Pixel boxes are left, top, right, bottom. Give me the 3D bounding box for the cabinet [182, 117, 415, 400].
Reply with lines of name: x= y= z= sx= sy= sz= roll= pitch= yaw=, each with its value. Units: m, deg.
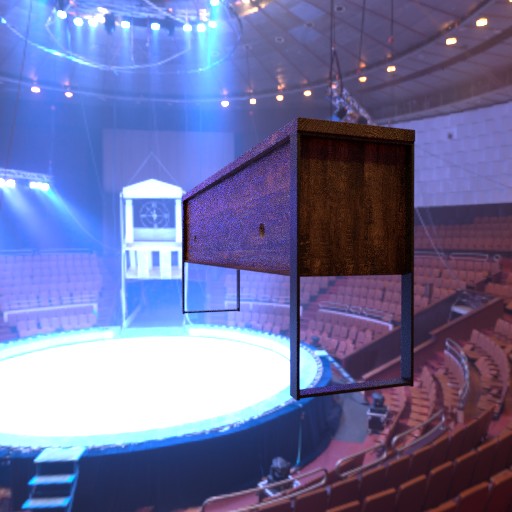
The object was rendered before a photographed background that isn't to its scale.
cabinet: x=0.000 y=0.000 z=2.103 sx=0.395 sy=0.762 sz=1.800 roll=0 pitch=1 yaw=-19
